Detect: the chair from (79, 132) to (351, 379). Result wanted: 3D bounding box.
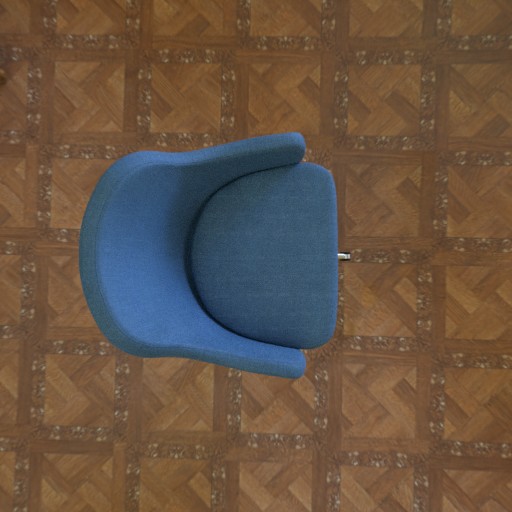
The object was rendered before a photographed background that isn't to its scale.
[{"bbox_3d":[0.000,0.000,1.247,0.655,0.820,0.599,0,89,3],"label":"chair"}]
